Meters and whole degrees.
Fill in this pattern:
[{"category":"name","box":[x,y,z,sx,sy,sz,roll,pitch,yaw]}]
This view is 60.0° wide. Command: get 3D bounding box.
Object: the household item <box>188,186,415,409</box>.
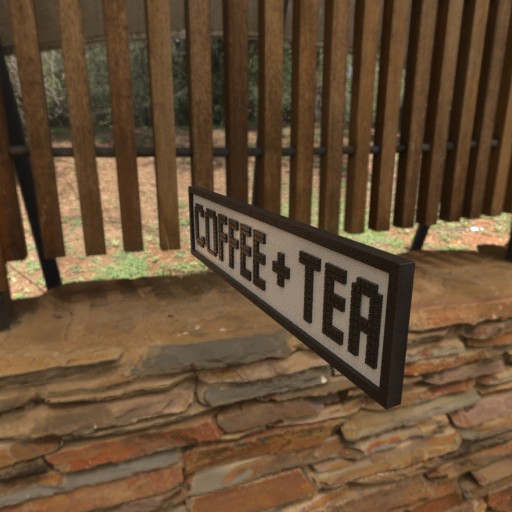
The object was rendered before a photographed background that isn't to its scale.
[{"category":"household item","box":[0.000,0.000,1.096,0.030,0.236,1.001,-7,17,-24]}]
